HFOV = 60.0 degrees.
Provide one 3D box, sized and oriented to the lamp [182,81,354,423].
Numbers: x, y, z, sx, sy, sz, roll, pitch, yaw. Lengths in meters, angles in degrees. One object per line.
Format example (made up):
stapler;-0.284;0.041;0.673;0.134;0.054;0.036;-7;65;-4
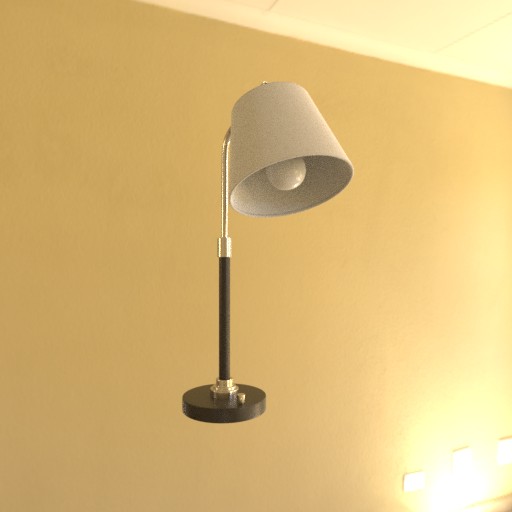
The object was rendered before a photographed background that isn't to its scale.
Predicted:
lamp;0.000;0.000;0.705;0.181;0.539;0.348;0;-1;-34
